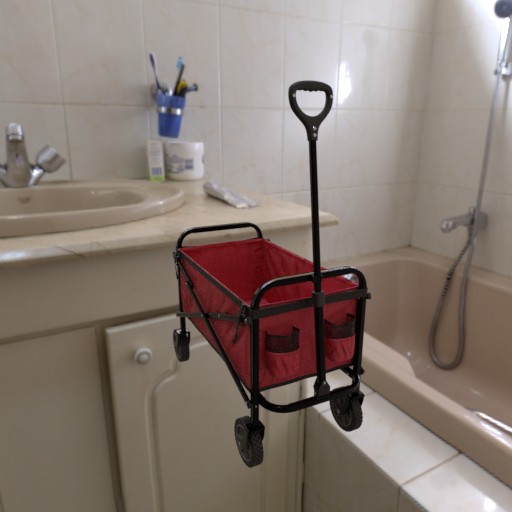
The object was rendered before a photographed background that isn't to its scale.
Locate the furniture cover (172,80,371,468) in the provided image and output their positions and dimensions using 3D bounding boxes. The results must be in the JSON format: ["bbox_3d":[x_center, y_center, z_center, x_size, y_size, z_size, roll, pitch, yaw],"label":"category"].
[{"bbox_3d":[0.000,0.000,1.832,0.532,1.295,1.038,-8,18,-25],"label":"furniture cover"}]
